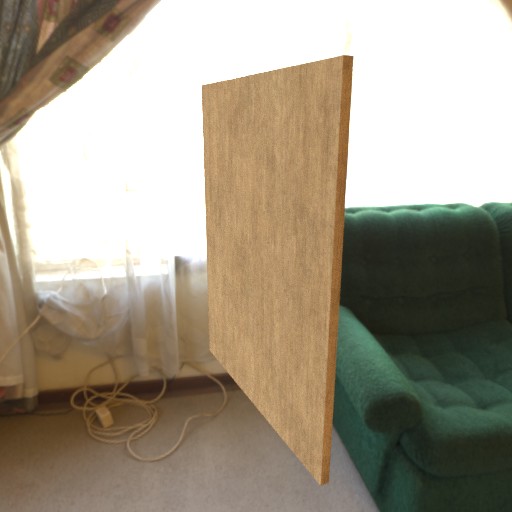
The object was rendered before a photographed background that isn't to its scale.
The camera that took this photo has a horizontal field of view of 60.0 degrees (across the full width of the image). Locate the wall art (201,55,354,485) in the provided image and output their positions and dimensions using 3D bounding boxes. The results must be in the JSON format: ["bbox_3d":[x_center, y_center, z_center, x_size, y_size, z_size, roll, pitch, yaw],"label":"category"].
[{"bbox_3d":[0.000,0.000,0.901,0.018,0.686,0.534,-8,19,-25],"label":"wall art"}]
